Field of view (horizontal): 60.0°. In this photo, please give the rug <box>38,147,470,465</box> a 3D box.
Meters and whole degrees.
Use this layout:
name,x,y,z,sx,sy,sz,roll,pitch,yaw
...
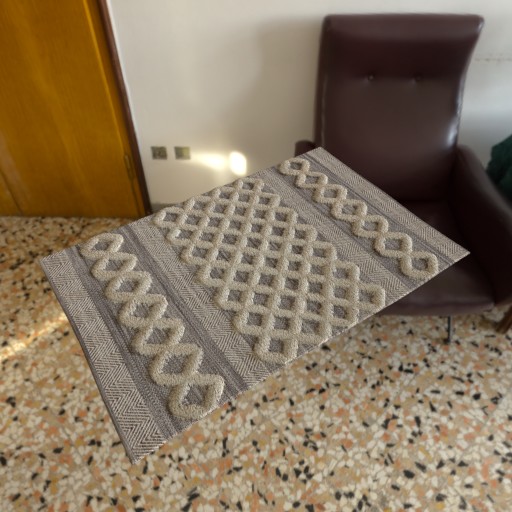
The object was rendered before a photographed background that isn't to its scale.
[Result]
name,x,y,z,sx,sy,sz,roll,pitch,yaw
rug,0.000,0.000,2.830,2.333,0.033,1.513,-26,51,-23
